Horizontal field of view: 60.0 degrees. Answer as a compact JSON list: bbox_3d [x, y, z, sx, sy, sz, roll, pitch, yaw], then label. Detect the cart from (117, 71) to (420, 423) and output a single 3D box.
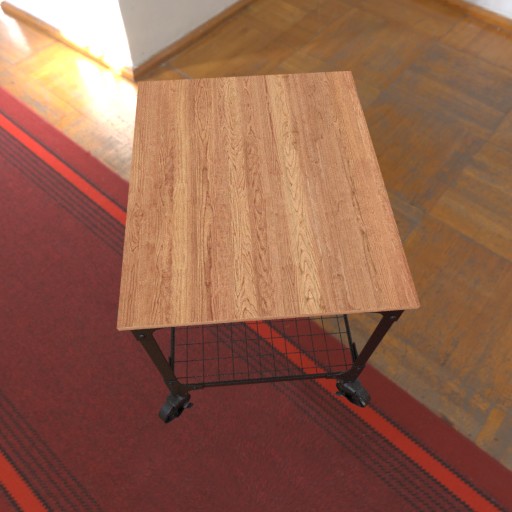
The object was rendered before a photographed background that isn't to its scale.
[{"bbox_3d":[0.000,0.000,1.109,0.558,0.603,0.666,-4,59,-2],"label":"cart"}]
